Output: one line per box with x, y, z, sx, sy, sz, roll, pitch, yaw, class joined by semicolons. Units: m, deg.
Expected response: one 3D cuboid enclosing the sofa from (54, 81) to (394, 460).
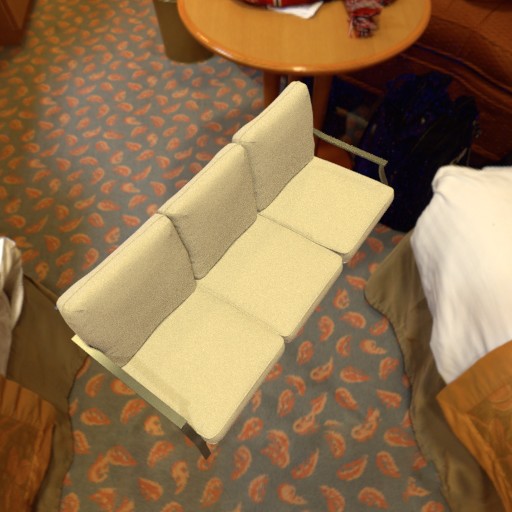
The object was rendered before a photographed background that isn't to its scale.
0.000;0.000;2.268;0.787;0.860;1.740;31;63;18;sofa
